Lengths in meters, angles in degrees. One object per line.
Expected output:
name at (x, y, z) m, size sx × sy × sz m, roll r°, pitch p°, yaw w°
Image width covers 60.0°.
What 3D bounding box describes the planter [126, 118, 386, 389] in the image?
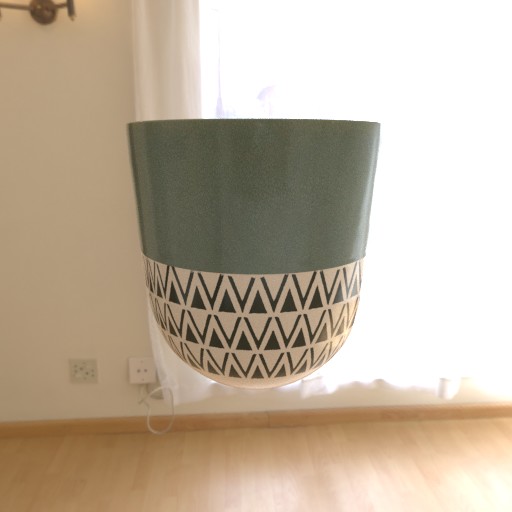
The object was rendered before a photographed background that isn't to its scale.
planter at (0.000, 0.000, 0.377) m, size 0.198 × 0.214 × 0.198 m, roll 0°, pitch 14°, yaw 0°
